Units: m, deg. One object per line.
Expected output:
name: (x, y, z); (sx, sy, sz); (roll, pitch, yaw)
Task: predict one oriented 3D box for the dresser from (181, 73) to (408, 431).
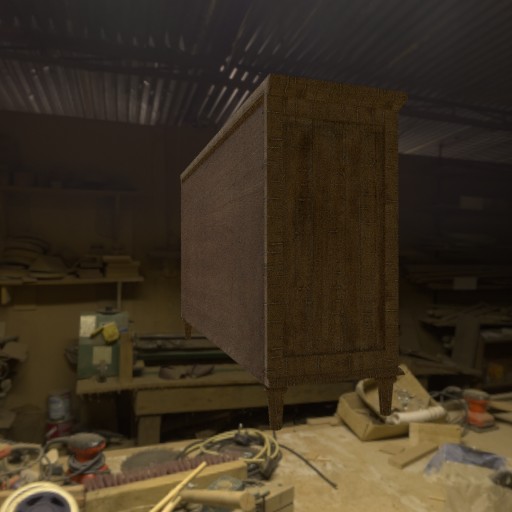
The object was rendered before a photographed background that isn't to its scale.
dresser: (0.000, 0.000, 2.080); (0.457, 1.016, 1.626); (0, 0, -18)
